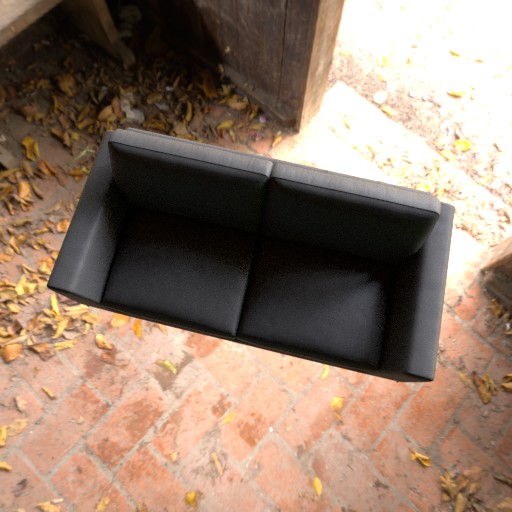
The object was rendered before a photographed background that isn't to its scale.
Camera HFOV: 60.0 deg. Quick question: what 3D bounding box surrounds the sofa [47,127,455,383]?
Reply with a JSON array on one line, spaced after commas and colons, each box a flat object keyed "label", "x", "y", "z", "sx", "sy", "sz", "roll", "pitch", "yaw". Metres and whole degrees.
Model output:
[{"label": "sofa", "x": 0.000, "y": 0.000, "z": 2.490, "sx": 2.017, "sy": 0.875, "sz": 0.953, "roll": 13, "pitch": 74, "yaw": 4}]
